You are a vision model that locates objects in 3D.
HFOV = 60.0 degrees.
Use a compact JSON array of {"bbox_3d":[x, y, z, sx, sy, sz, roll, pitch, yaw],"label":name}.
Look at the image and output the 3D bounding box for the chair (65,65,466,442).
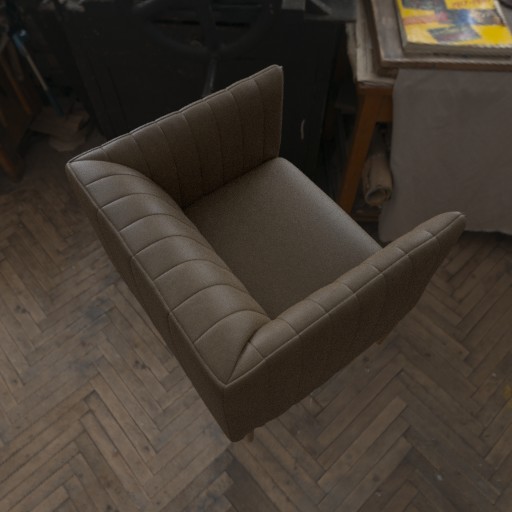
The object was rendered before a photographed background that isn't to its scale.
[{"bbox_3d":[0.000,0.000,1.643,0.876,0.779,0.981,-32,63,-18],"label":"chair"}]
